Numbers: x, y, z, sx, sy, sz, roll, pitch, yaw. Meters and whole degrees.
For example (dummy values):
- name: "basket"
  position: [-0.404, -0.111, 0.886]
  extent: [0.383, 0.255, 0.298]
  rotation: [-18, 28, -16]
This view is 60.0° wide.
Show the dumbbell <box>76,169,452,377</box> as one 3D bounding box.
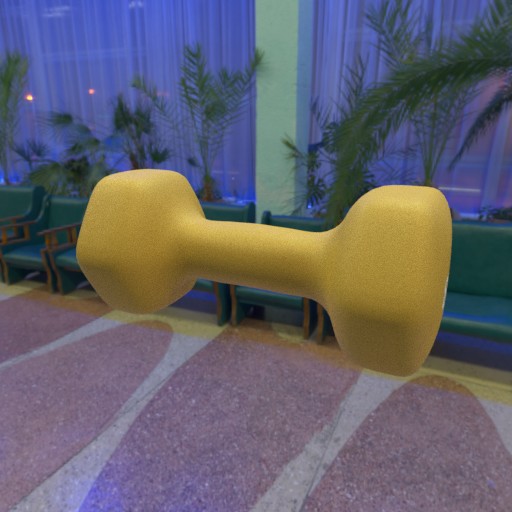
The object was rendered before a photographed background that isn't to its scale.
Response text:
- name: "dumbbell"
  position: [0.000, 0.000, 0.237]
  extent: [0.190, 0.082, 0.090]
  rotation: [9, 20, 25]
